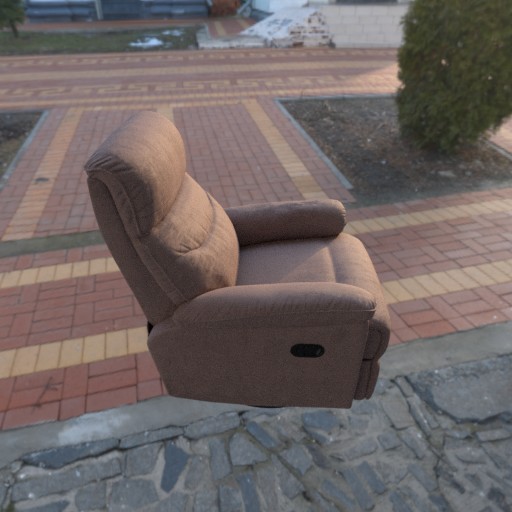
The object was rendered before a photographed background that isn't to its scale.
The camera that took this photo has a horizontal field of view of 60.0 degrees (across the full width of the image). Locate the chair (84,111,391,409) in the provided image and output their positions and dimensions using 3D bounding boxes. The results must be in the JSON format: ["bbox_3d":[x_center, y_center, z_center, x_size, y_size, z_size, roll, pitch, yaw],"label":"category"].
[{"bbox_3d":[0.000,0.000,1.760,1.004,1.037,0.820,1,32,1],"label":"chair"}]
